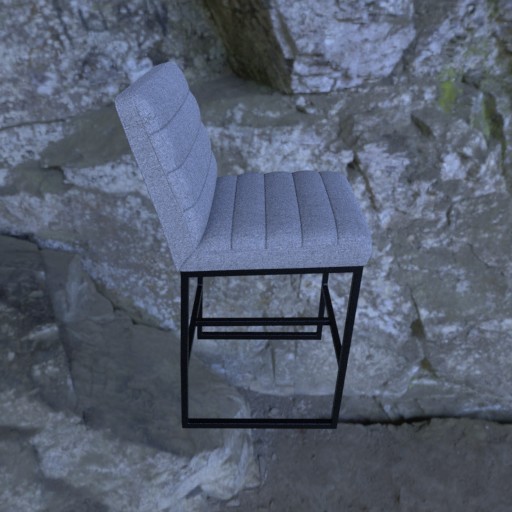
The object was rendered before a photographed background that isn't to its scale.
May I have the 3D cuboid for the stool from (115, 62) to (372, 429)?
[{"bbox_3d":[0.000,0.000,1.336,0.571,1.034,0.459,0,32,0],"label":"stool"}]
